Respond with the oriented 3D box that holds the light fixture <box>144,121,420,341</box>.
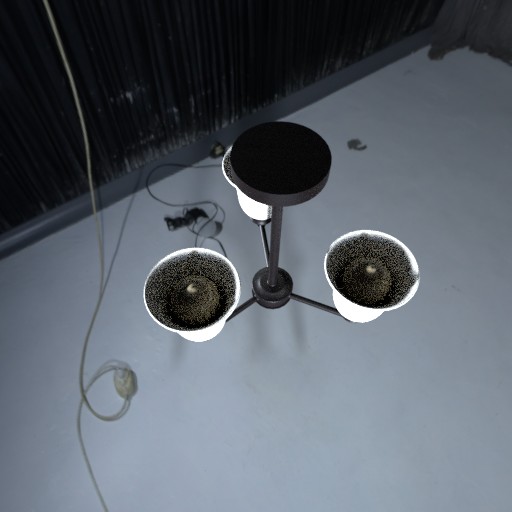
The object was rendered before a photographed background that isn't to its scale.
[{"bbox_3d":[0.000,0.000,0.667,0.354,0.370,0.388,-33,63,-19],"label":"light fixture"}]
